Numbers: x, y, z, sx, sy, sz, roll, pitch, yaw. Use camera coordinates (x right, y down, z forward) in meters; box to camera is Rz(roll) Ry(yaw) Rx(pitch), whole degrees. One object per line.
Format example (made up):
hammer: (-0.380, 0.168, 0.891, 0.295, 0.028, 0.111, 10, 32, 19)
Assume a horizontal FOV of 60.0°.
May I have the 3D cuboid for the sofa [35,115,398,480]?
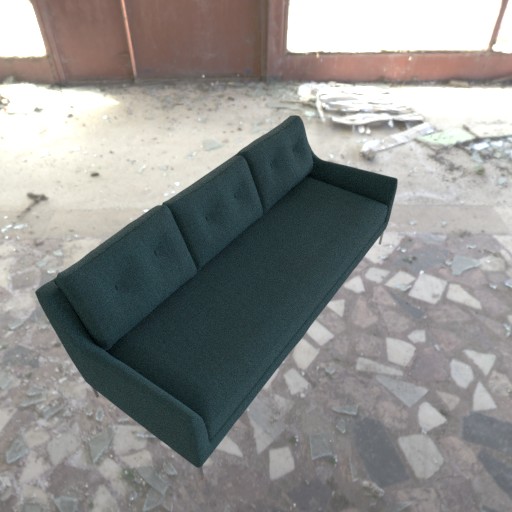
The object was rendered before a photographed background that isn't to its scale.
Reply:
sofa: (0.000, 0.000, 2.506, 0.849, 0.837, 2.060, 25, 48, 25)
